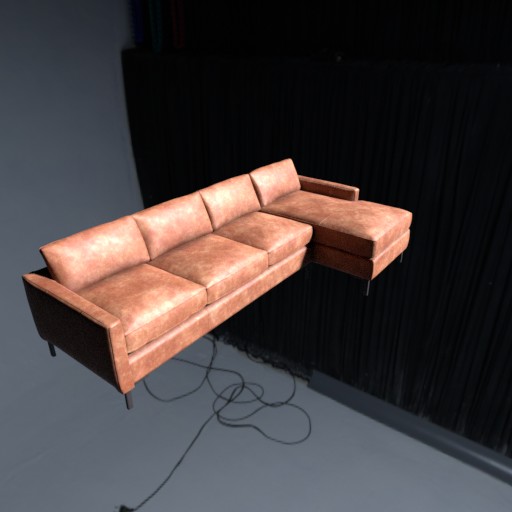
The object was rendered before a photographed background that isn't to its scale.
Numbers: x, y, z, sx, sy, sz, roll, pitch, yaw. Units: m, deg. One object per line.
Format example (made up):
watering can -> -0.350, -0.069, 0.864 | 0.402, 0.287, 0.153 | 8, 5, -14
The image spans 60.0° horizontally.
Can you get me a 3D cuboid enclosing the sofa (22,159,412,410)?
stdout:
sofa -> 0.000, 0.000, 3.538 | 1.471, 0.859, 2.993 | 19, 32, 33
